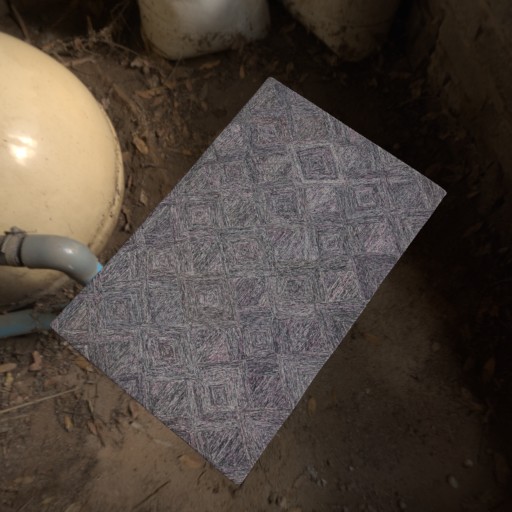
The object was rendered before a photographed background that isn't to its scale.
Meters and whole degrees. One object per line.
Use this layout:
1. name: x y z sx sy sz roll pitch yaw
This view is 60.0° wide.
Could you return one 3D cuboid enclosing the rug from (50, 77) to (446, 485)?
1. rug: 0.000 0.000 2.202 1.158 0.013 1.752 36 78 9
